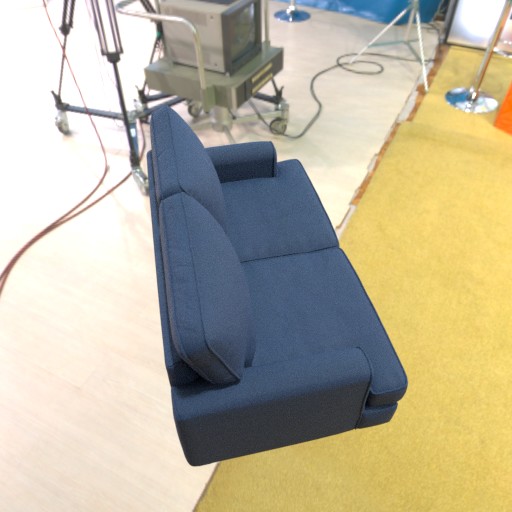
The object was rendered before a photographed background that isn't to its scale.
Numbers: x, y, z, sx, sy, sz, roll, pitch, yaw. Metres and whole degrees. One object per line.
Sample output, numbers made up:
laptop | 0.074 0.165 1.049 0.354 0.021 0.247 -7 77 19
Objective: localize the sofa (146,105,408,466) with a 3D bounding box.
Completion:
sofa | 0.000 0.000 2.223 0.965 0.965 1.651 -9 47 -9
